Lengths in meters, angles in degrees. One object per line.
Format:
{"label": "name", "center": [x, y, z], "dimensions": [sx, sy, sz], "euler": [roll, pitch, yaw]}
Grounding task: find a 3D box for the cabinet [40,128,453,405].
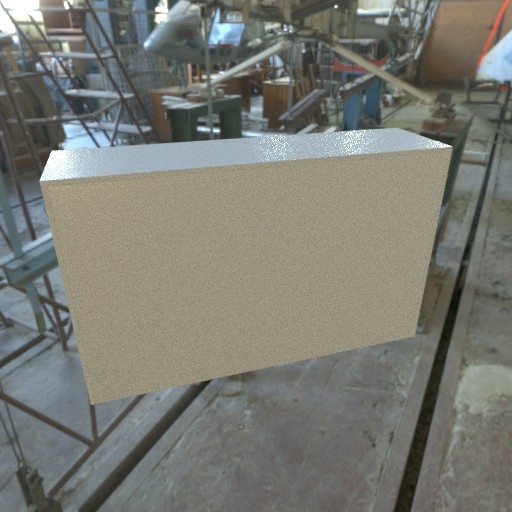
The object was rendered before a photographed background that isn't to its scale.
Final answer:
{"label": "cabinet", "center": [0.000, 0.000, 1.860], "dimensions": [1.450, 0.900, 0.380], "euler": [-8, 28, -15]}
